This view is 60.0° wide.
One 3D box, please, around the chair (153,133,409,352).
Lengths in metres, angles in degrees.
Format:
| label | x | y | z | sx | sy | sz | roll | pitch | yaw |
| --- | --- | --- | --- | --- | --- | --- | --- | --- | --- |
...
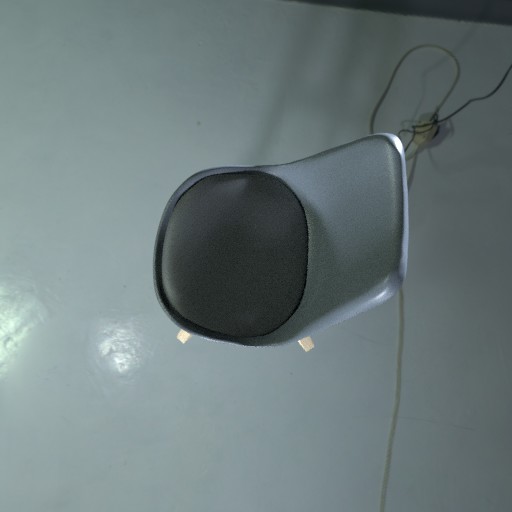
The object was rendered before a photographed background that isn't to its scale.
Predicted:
| label | x | y | z | sx | sy | sz | roll | pitch | yaw |
| --- | --- | --- | --- | --- | --- | --- | --- | --- | --- |
| chair | 0.000 | 0.000 | 1.192 | 0.550 | 0.850 | 0.485 | 4 | 76 | 1 |
